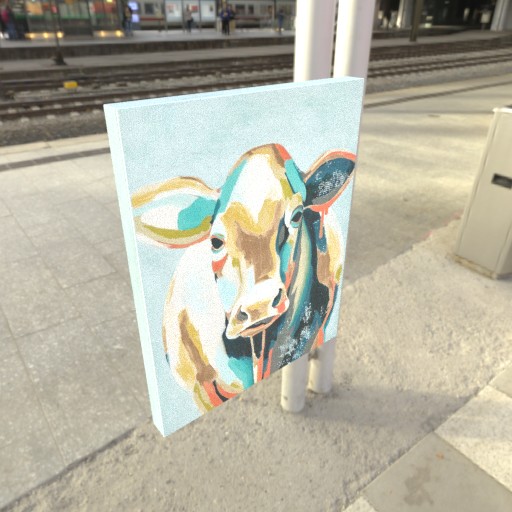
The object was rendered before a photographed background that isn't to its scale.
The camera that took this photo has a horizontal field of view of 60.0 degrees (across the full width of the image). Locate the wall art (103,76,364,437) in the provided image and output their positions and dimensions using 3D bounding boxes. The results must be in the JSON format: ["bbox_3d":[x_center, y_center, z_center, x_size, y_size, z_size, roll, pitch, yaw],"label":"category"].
[{"bbox_3d":[0.000,0.000,0.716,0.409,0.509,0.037,-21,35,-34],"label":"wall art"}]
